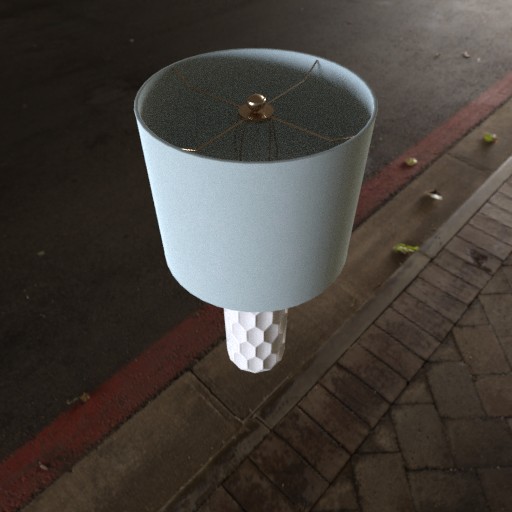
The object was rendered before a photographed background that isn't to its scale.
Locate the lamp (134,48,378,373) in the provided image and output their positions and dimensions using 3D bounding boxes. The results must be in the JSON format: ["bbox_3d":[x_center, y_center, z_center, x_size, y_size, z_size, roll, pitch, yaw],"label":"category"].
[{"bbox_3d":[0.000,0.000,0.703,0.277,0.534,0.277,-10,47,-10],"label":"lamp"}]
